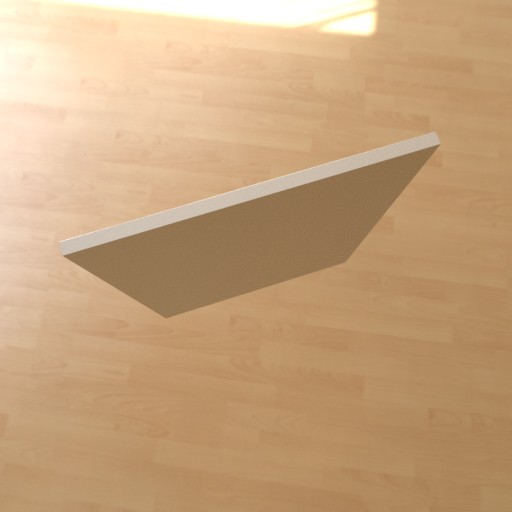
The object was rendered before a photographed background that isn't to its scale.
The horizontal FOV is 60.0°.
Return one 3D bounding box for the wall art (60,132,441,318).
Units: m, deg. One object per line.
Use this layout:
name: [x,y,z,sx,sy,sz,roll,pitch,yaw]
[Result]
wall art: [0.000,0.000,1.420,0.816,1.046,0.030,-17,76,-4]
